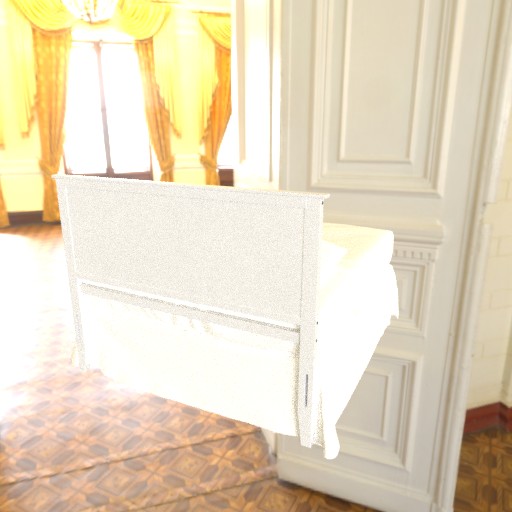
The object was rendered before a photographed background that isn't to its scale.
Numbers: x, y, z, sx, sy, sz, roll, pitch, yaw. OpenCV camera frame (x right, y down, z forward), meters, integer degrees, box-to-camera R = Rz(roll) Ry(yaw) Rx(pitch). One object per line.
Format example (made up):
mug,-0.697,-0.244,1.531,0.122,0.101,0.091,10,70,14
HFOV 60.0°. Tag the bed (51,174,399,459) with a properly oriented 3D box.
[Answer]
bed,0.000,0.000,3.208,1.876,1.269,2.047,8,19,26
